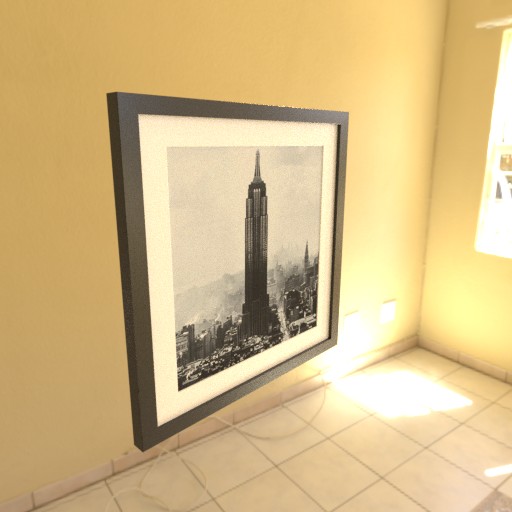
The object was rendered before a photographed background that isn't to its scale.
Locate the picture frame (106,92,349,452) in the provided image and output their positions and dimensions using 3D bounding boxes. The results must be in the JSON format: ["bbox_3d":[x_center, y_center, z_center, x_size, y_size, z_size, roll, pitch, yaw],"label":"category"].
[{"bbox_3d":[0.000,0.000,0.860,0.029,0.557,0.559,14,20,43],"label":"picture frame"}]
